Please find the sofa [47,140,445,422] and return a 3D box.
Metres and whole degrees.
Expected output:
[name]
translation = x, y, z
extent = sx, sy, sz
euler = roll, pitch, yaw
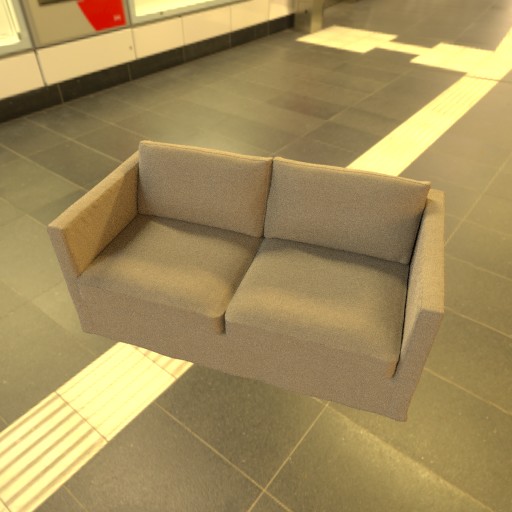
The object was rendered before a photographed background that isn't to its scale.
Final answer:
[sofa]
translation = 0.000, 0.000, 2.313
extent = 1.766, 0.828, 0.956
euler = 12, 41, 14
